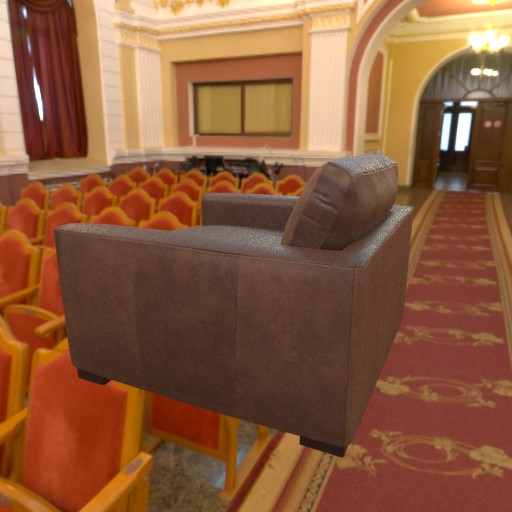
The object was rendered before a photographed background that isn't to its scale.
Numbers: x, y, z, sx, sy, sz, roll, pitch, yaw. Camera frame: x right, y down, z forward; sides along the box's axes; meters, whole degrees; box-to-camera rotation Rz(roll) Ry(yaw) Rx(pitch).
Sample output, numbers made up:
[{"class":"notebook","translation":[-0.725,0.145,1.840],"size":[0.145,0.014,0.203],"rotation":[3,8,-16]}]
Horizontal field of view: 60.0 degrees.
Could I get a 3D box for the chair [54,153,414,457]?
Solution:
[{"class":"chair","translation":[0.000,0.000,1.783],"size":[1.069,0.812,1.100],"rotation":[7,17,25]}]
